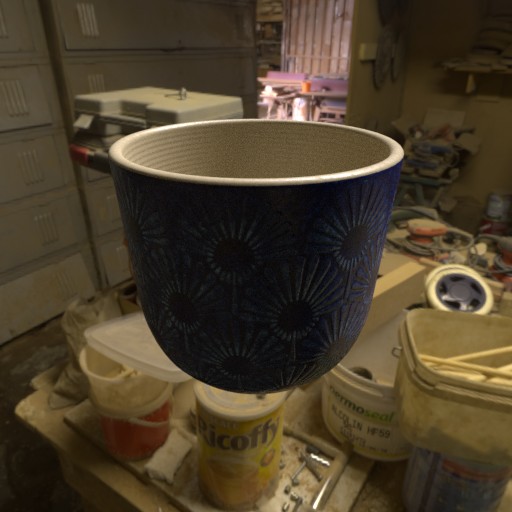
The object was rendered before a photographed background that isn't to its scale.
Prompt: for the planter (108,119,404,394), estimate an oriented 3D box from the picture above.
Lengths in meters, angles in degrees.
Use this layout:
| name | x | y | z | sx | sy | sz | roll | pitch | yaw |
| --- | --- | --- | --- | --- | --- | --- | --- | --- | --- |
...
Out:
| name | x | y | z | sx | sy | sz | roll | pitch | yaw |
| --- | --- | --- | --- | --- | --- | --- | --- | --- | --- |
| planter | 0.000 | 0.000 | 0.297 | 0.170 | 0.153 | 0.170 | 0 | 26 | 0 |
